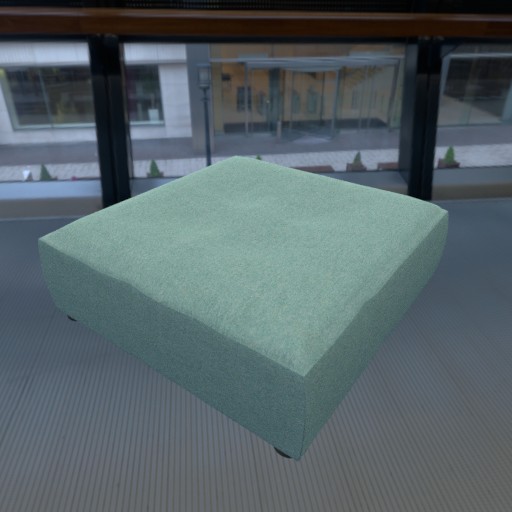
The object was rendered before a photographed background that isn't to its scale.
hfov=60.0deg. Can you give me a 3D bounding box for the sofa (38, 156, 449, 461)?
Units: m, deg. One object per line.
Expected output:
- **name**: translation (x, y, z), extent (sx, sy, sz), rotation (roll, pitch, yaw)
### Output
- **sofa**: translation (0.000, 0.000, 1.435), extent (0.930, 0.330, 0.930), rotation (21, 37, 31)
